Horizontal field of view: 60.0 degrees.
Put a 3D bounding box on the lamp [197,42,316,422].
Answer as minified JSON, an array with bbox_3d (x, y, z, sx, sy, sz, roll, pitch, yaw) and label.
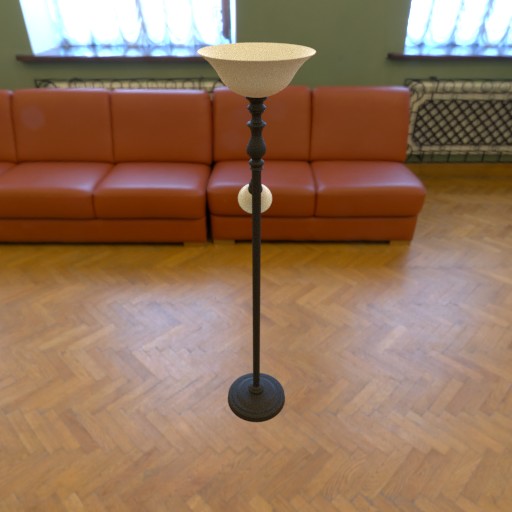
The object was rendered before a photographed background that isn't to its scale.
[{"bbox_3d":[0.000,0.000,2.082,0.405,1.793,0.588,-1,33,-1],"label":"lamp"}]
